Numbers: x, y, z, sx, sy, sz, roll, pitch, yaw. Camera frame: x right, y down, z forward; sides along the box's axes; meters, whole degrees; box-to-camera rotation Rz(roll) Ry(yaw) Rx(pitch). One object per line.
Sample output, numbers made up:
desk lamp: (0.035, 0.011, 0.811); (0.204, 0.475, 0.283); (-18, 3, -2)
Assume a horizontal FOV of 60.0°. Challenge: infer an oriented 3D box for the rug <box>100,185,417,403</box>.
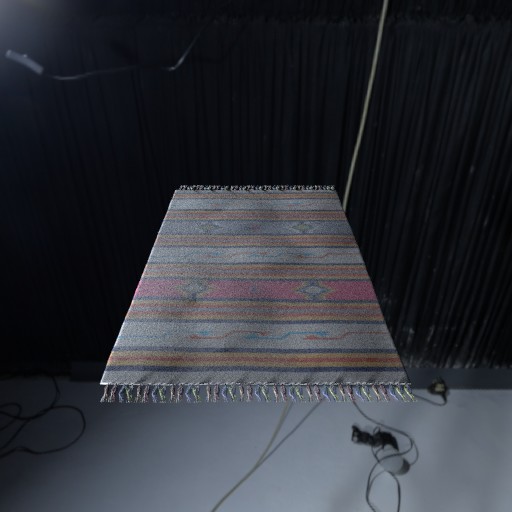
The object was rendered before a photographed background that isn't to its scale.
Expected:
rug: (0.000, 0.000, 2.253); (1.084, 0.013, 1.849); (0, 32, 0)
